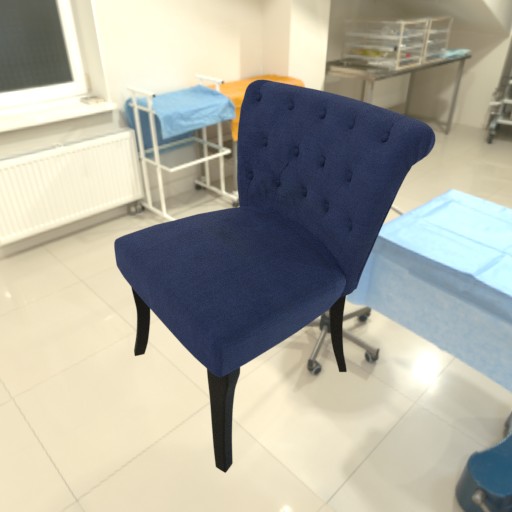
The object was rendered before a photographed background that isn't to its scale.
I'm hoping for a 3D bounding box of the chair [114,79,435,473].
[{"bbox_3d":[0.000,0.000,1.177,0.606,0.753,0.585,-22,39,-31],"label":"chair"}]
